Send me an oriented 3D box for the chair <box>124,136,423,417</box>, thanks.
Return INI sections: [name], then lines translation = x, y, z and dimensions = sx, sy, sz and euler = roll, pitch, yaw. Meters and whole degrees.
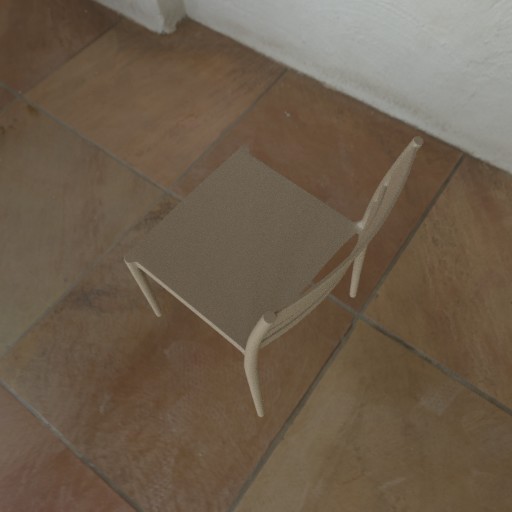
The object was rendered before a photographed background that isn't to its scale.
[chair]
translation = 0.000, 0.000, 1.168
dimensions = 0.511, 0.800, 0.531
euler = 36, 68, 17
